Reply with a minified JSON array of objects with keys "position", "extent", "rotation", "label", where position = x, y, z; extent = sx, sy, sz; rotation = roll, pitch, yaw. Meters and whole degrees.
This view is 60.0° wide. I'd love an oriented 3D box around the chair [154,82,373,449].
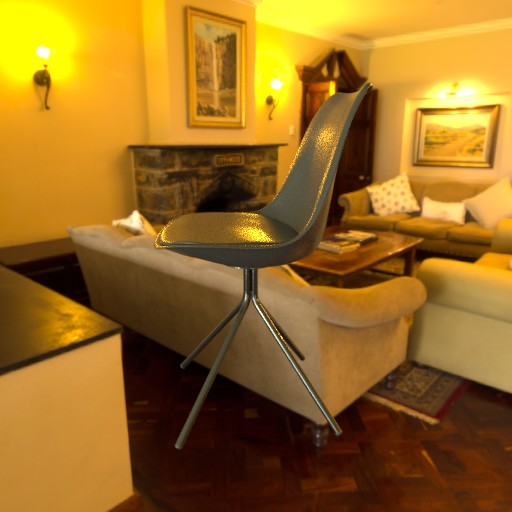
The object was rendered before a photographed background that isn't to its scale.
[{"position":[0.000,0.000,1.183],"extent":[0.525,0.850,0.461],"rotation":[-2,15,-7],"label":"chair"}]
